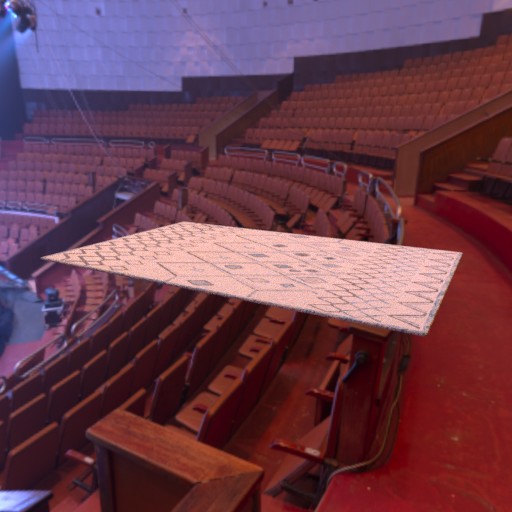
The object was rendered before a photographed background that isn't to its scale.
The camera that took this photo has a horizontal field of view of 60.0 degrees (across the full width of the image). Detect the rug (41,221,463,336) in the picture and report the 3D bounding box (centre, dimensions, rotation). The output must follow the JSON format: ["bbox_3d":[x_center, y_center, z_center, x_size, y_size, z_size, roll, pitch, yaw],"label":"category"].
[{"bbox_3d":[0.000,0.000,3.012,2.439,0.015,1.524,8,17,28],"label":"rug"}]
